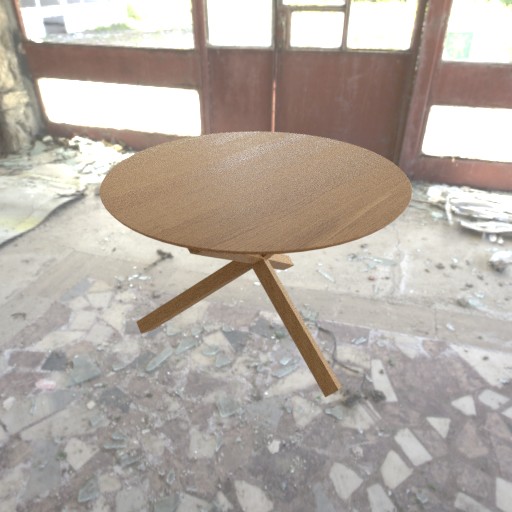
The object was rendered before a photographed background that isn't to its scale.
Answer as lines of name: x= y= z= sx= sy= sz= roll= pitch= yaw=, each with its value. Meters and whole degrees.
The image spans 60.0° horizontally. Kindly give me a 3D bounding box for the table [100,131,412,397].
table: x=0.000 y=0.000 z=1.712 sx=1.038 sy=0.666 sz=1.038 roll=0 pitch=32 yaw=0
